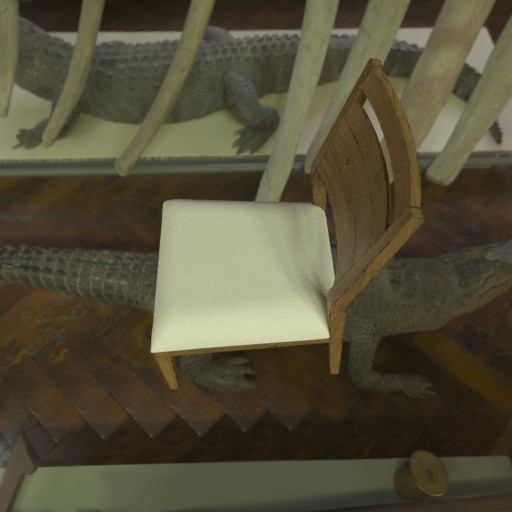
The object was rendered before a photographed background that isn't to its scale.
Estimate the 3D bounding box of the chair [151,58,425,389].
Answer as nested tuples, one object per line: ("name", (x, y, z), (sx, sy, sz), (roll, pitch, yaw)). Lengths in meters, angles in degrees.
("chair", (0.000, 0.000, 1.250), (0.610, 0.939, 0.497), (-2, 60, -1))
